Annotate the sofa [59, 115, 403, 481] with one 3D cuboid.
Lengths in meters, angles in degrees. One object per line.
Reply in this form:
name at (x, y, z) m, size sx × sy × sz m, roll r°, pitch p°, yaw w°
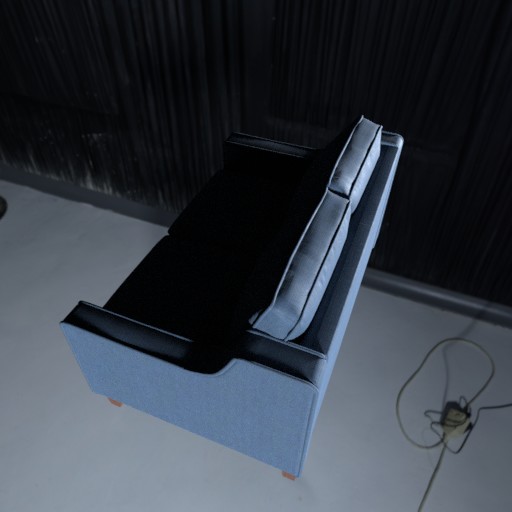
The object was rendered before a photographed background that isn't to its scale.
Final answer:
sofa at (0.000, 0.000, 2.080) m, size 0.987 × 0.971 × 1.501 m, roll 16°, pitch 46°, yaw 16°
